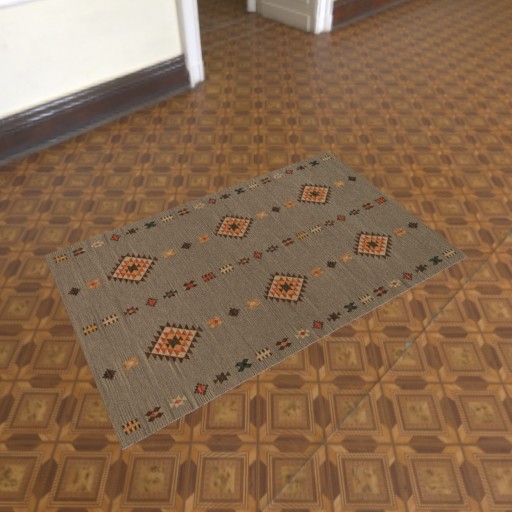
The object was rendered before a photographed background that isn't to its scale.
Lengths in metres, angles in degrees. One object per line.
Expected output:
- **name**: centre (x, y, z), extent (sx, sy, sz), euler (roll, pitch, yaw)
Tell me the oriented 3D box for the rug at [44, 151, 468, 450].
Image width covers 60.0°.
- **rug**: centre (0.000, 0.000, 2.993), extent (2.427, 0.007, 1.515), euler (-24, 50, -22)
